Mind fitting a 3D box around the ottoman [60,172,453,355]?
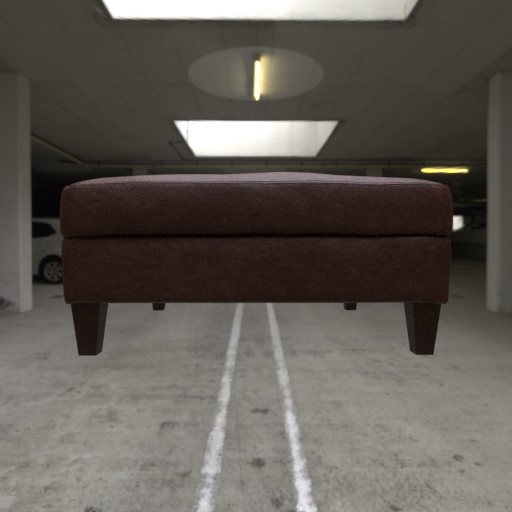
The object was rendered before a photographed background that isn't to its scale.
[{"bbox_3d":[0.000,0.000,1.317,0.844,0.415,0.836,0,1,0],"label":"ottoman"}]
